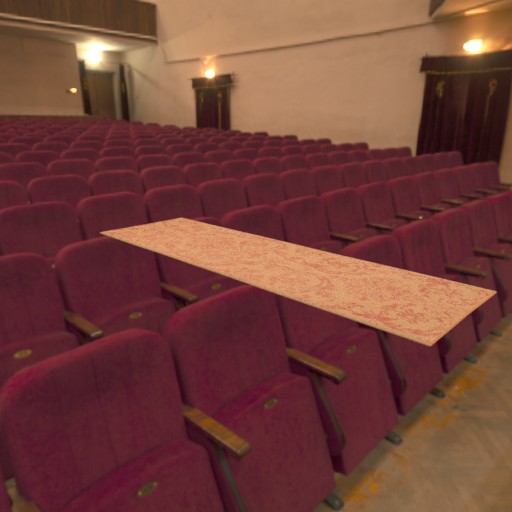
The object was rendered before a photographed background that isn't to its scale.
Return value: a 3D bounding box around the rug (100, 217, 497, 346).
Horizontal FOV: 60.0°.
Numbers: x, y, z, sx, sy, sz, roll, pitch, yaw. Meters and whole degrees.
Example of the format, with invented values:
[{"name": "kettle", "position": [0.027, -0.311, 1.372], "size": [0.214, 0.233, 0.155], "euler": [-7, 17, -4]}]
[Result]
[{"name": "rug", "position": [0.000, 0.000, 2.377], "size": [2.196, 0.011, 0.662], "euler": [16, 23, 42]}]
